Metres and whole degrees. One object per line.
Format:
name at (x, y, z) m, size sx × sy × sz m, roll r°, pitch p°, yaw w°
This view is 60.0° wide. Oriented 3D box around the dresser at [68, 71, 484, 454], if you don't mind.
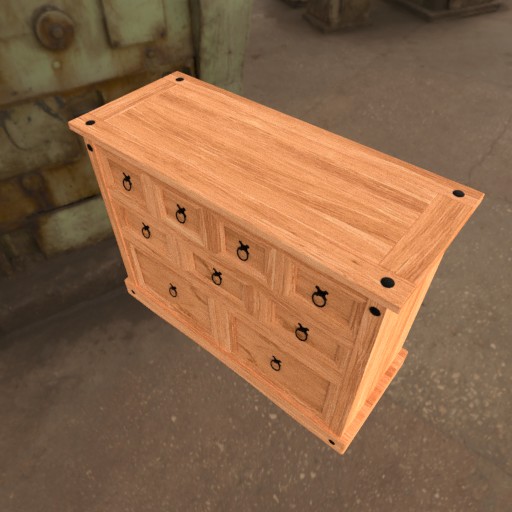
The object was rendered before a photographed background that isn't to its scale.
dresser at (0.000, 0.000, 1.365) m, size 0.990 × 0.740 × 0.410 m, roll 31°, pitch 54°, yaw 26°
